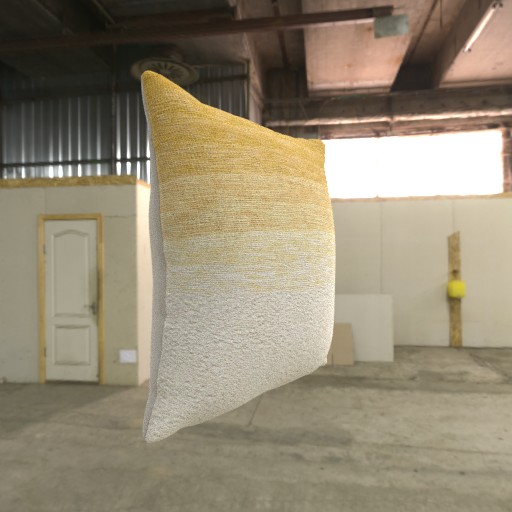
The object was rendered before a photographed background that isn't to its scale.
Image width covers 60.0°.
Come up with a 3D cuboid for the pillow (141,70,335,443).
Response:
[{"bbox_3d":[0.000,0.000,0.710,0.211,0.450,0.450,1,1,37],"label":"pillow"}]
